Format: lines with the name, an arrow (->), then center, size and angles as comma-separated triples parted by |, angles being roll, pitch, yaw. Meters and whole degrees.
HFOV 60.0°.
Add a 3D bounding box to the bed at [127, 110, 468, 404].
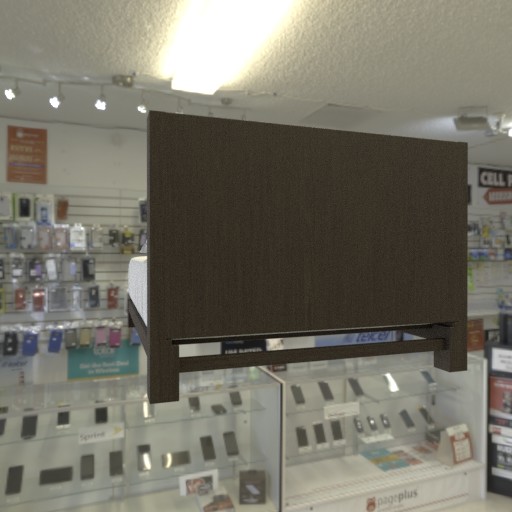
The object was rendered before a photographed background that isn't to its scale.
bed -> 0.000, 0.000, 3.249 | 1.727, 1.270, 2.242 | 0, 0, -19
